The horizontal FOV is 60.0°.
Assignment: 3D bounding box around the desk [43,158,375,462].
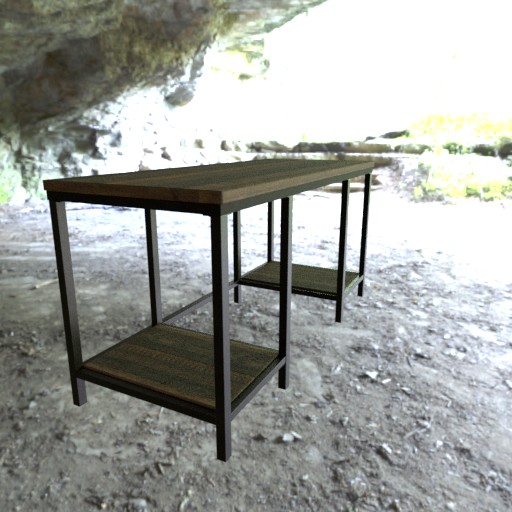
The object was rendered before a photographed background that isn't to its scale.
[{"bbox_3d":[0.000,0.000,1.924,0.617,0.753,1.538,8,17,26],"label":"desk"}]
